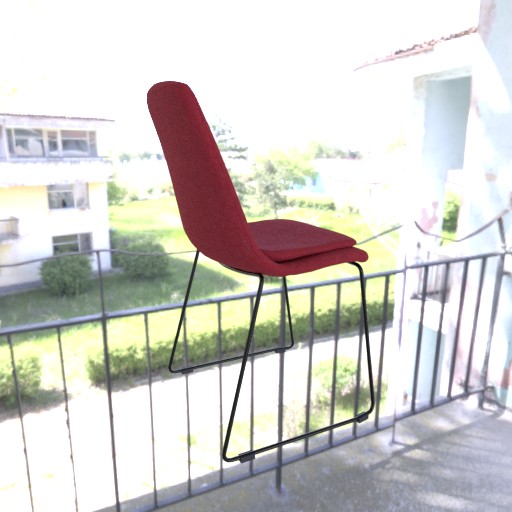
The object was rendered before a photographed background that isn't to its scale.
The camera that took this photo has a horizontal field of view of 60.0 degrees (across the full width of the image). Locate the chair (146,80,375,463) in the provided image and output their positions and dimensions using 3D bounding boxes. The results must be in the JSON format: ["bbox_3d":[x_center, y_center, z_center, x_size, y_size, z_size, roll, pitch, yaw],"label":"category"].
[{"bbox_3d":[0.000,0.000,1.206,0.518,0.858,0.479,-7,15,-25],"label":"chair"}]
